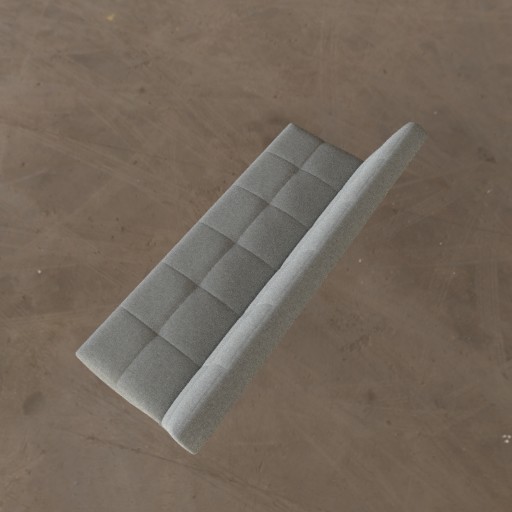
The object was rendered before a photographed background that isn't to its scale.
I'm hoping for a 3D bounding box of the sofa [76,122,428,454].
[{"bbox_3d":[0.000,0.000,2.258,0.800,0.800,1.820,33,67,16],"label":"sofa"}]
